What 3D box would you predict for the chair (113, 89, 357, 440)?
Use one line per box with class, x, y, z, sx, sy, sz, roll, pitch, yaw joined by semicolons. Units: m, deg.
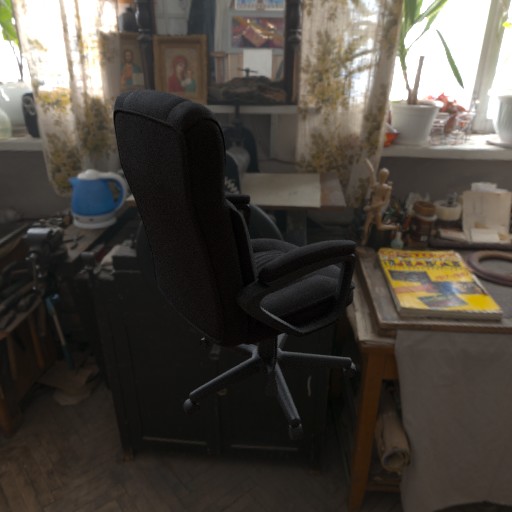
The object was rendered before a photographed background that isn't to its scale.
chair;0.000;0.000;1.531;0.724;1.105;0.667;-17;30;-31
